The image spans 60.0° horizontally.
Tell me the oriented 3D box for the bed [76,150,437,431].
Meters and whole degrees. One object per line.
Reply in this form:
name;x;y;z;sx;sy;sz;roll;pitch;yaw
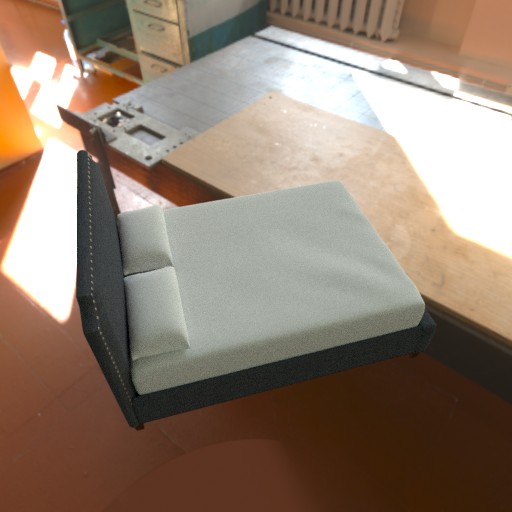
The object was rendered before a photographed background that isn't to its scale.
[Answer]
bed;0.000;0.000;3.481;2.372;1.443;1.713;-11;47;-11
